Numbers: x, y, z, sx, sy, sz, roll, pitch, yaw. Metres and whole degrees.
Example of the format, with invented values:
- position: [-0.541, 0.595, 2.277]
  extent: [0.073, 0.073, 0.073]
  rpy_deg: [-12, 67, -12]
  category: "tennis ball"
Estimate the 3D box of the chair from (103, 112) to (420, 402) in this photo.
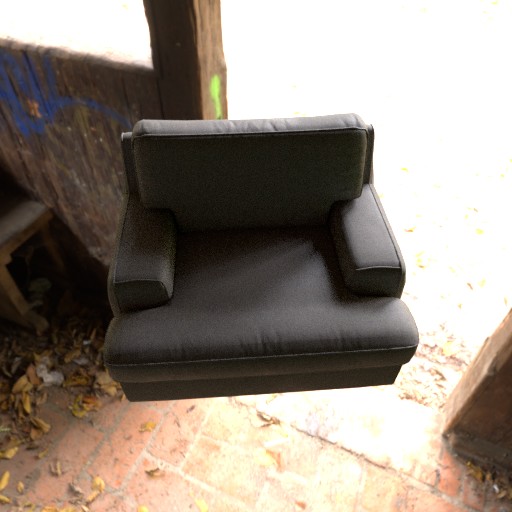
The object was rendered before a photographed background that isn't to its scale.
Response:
- position: [0.000, 0.000, 2.013]
  extent: [1.270, 0.974, 1.043]
  rpy_deg: [-3, 46, -3]
  category: "chair"
